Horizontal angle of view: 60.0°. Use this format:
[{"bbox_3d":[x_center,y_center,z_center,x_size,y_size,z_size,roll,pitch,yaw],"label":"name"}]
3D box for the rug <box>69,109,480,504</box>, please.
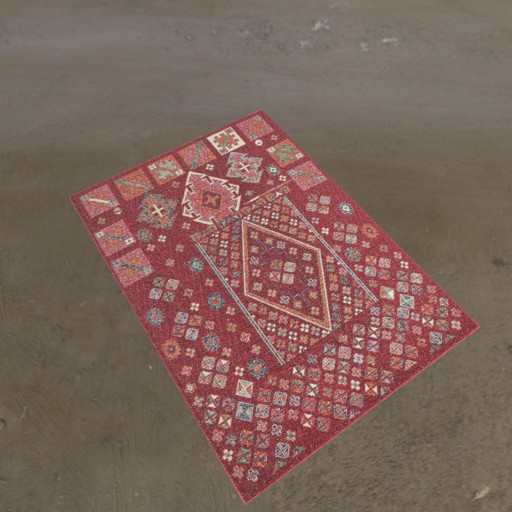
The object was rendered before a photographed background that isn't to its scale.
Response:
[{"bbox_3d":[0.000,0.000,4.156,2.389,0.011,3.306,-30,63,-17],"label":"rug"}]
